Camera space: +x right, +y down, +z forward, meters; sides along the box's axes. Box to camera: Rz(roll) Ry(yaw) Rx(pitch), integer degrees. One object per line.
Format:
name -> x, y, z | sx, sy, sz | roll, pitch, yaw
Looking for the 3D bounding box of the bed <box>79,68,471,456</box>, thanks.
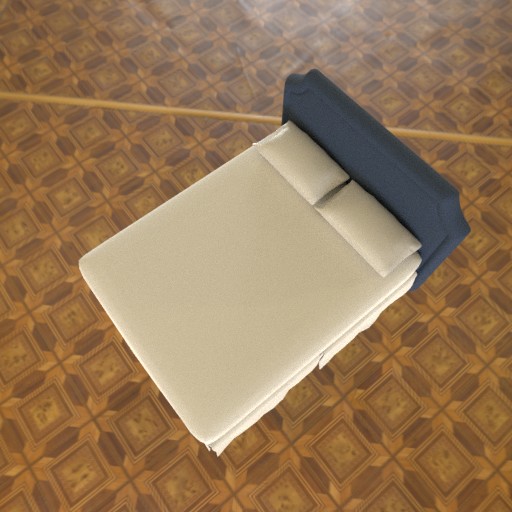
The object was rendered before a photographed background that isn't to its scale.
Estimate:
bed -> 0.000, 0.000, 3.334 | 2.260, 1.297, 1.831 | -36, 71, -15
